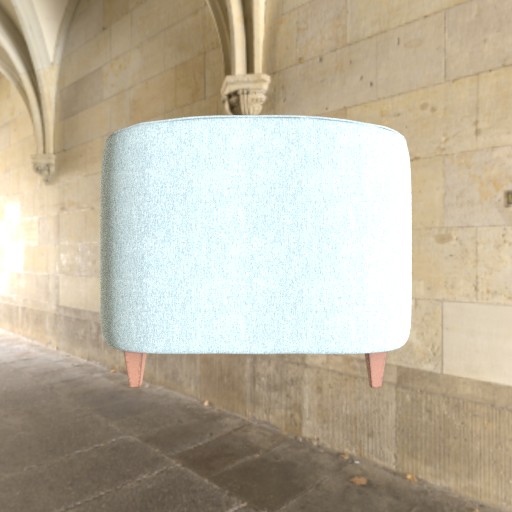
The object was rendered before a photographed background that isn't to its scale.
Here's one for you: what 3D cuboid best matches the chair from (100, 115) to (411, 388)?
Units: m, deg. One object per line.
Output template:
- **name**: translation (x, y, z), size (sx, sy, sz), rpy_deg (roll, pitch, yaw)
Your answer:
- **chair**: translation (0.000, 0.000, 1.798), size (1.094, 0.852, 0.945), rpy_deg (0, 0, 0)
